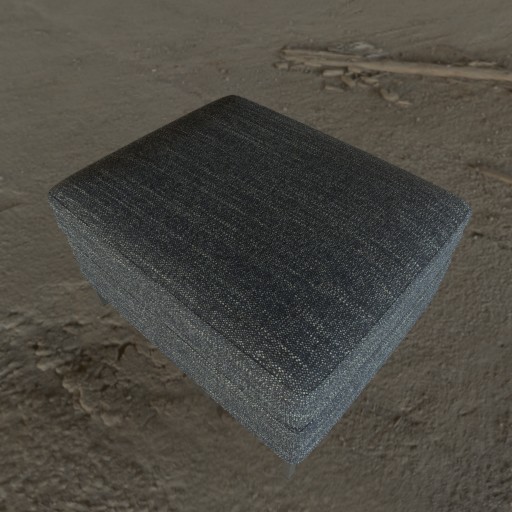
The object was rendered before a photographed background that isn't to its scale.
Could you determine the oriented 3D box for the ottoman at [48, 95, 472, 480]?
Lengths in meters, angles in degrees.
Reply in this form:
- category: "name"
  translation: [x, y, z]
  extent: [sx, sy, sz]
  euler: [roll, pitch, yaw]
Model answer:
- category: "ottoman"
  translation: [0.000, 0.000, 1.180]
  extent: [0.814, 0.491, 0.667]
  euler: [34, 56, 27]
